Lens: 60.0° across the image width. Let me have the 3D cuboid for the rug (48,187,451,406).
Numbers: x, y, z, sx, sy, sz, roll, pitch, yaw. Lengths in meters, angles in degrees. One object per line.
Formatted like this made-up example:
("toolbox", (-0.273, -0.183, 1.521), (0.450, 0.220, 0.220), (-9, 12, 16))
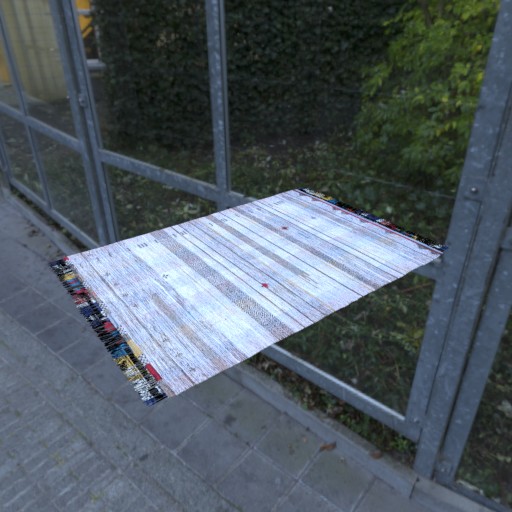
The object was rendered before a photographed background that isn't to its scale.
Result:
("rug", (0.000, 0.000, 2.383), (1.848, 0.012, 1.217), (-21, 36, -32))
